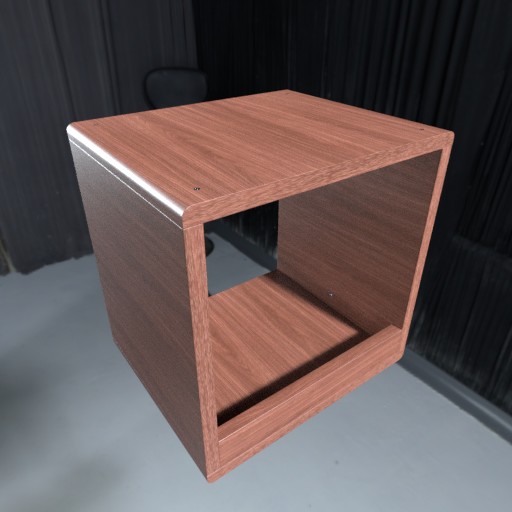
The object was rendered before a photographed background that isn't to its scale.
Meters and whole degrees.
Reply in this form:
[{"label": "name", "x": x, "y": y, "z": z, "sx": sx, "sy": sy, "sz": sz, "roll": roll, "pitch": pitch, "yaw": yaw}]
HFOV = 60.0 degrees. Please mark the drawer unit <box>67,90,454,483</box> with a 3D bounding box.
[{"label": "drawer unit", "x": 0.000, "y": 0.000, "z": 0.606, "sx": 0.349, "sy": 0.351, "sz": 0.290, "roll": -21, "pitch": 37, "yaw": -30}]
